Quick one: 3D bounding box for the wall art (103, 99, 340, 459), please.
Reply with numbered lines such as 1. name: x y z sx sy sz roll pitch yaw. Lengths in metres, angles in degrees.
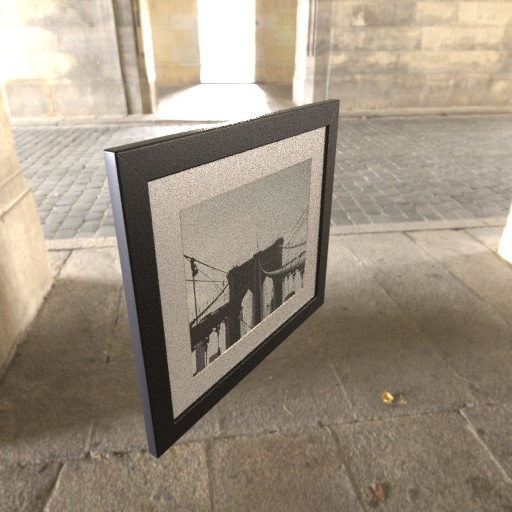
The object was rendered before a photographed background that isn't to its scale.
1. wall art: 0.000 0.000 0.744 0.018 0.450 0.521 17 31 31
